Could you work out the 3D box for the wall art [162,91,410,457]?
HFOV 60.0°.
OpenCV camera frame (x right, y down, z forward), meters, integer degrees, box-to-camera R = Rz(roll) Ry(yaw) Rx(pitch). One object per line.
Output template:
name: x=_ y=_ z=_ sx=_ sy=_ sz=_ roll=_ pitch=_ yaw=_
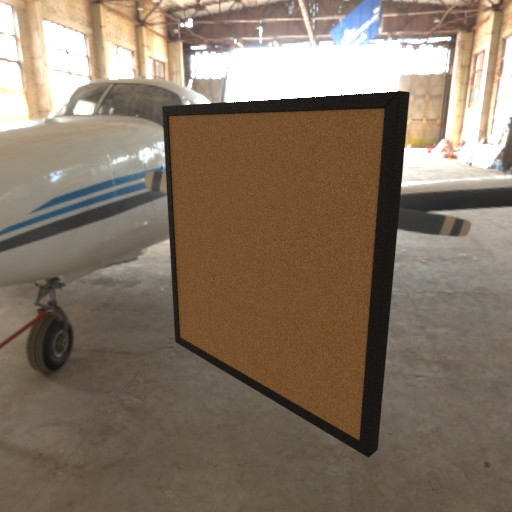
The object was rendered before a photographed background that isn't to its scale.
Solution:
wall art: x=0.000 y=0.000 z=1.152 sx=0.037 sy=0.763 sz=0.763 roll=-15 pitch=22 yaw=-41
